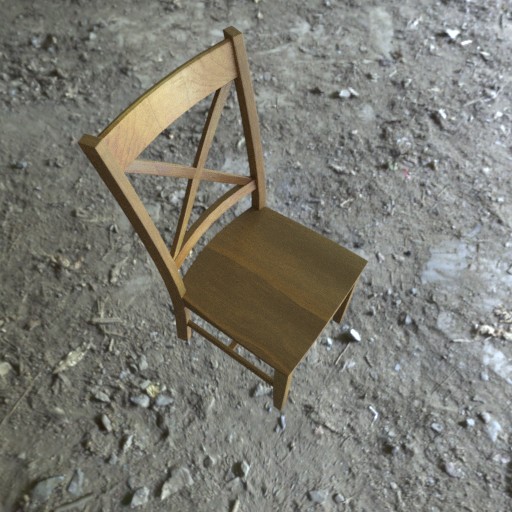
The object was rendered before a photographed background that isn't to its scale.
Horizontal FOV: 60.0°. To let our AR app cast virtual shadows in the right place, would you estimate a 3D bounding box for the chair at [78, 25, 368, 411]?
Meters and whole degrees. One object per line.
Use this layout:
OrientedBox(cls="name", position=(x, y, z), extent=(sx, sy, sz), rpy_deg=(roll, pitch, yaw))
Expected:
OrientedBox(cls="chair", position=(0.000, 0.000, 1.292), extent=(0.542, 0.983, 0.485), rpy_deg=(32, 63, 18))
